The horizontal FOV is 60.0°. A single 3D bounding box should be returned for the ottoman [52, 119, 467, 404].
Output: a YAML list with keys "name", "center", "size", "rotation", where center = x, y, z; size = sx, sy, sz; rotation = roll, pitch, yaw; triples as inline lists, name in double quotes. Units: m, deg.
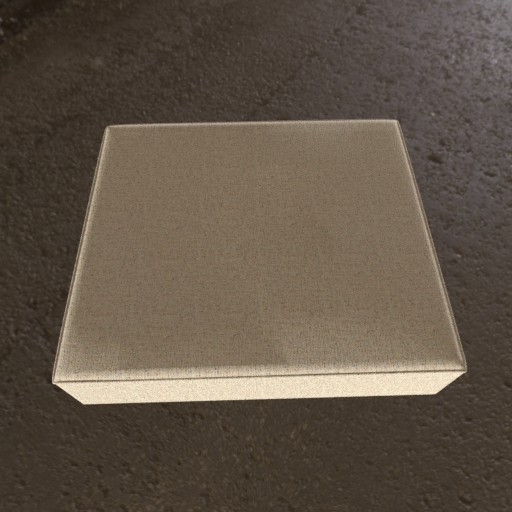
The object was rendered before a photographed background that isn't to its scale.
- name: "ottoman"
  center: [0.000, 0.000, 1.188]
  size: [0.835, 0.303, 0.736]
  rotation: [-1, 59, -1]
